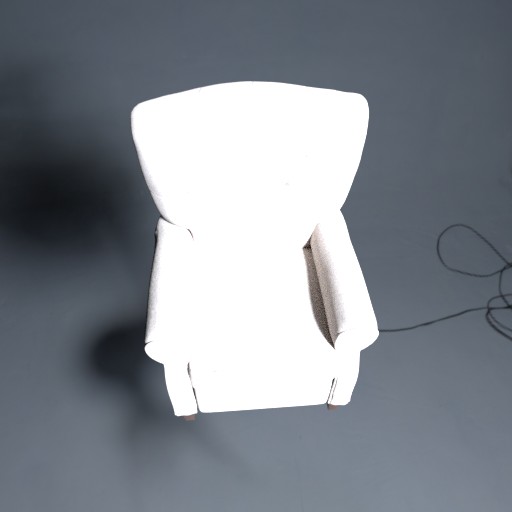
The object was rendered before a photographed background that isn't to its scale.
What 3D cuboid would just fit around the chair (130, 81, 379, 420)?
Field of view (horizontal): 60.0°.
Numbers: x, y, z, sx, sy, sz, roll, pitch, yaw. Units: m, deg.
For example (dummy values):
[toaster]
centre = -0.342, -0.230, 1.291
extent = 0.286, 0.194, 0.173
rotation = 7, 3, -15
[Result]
[chair]
centre = 0.000, 0.000, 1.944
extent = 0.942, 1.209, 1.025
rotation = -3, 47, -3
